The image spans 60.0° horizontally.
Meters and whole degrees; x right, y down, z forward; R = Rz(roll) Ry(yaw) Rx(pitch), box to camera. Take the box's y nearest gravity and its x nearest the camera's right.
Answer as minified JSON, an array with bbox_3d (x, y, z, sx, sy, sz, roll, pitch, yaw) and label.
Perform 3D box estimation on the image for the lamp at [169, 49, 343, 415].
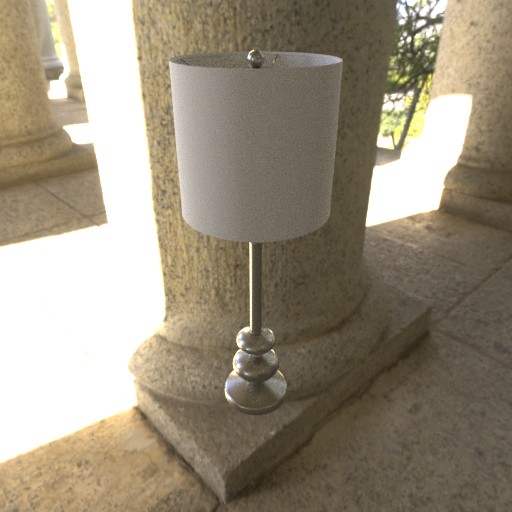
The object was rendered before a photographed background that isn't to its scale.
[{"bbox_3d":[0.000,0.000,0.815,0.254,0.690,0.254,9,30,15],"label":"lamp"}]
